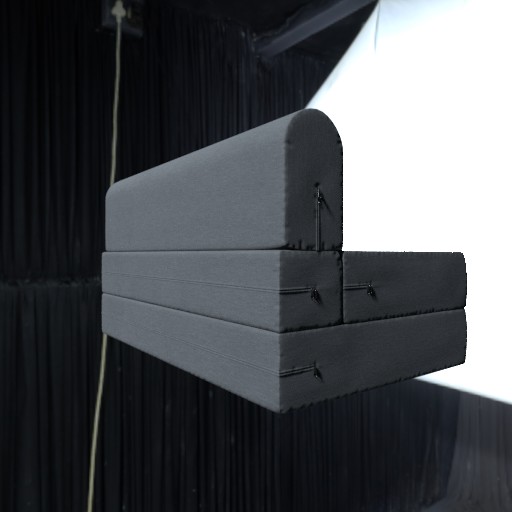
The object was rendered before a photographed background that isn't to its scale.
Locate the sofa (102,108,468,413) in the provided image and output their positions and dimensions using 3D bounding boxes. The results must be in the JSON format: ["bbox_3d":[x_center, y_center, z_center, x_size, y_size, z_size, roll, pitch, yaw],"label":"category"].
[{"bbox_3d":[0.000,0.000,1.645,0.762,0.670,1.225,0,0,-36],"label":"sofa"}]
